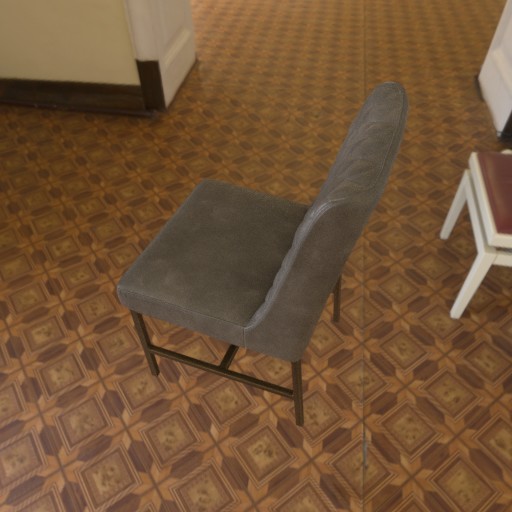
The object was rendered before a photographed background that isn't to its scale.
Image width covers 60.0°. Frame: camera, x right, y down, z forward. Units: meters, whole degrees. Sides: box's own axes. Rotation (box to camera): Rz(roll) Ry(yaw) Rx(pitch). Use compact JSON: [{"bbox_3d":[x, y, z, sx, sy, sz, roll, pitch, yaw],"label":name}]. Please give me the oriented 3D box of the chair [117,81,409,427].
[{"bbox_3d":[0.000,0.000,1.213,0.587,0.889,0.508,17,49,15],"label":"chair"}]
